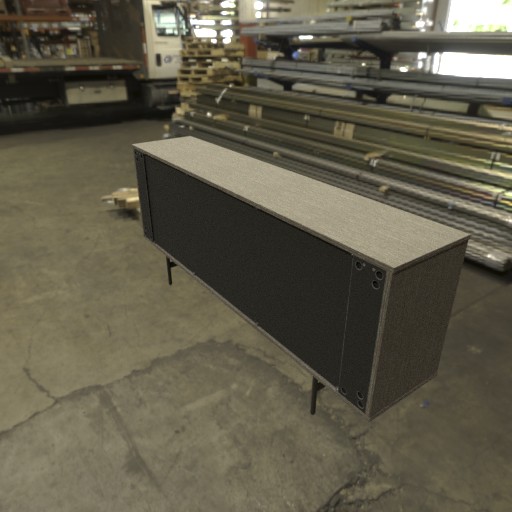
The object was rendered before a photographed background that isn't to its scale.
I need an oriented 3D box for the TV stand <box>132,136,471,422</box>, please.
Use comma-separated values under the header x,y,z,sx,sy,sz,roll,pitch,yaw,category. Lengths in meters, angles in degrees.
x,y,z,sx,sy,sz,roll,pitch,yaw,category
0.000,0.000,2.119,0.405,0.787,1.804,-18,32,-32,TV stand
